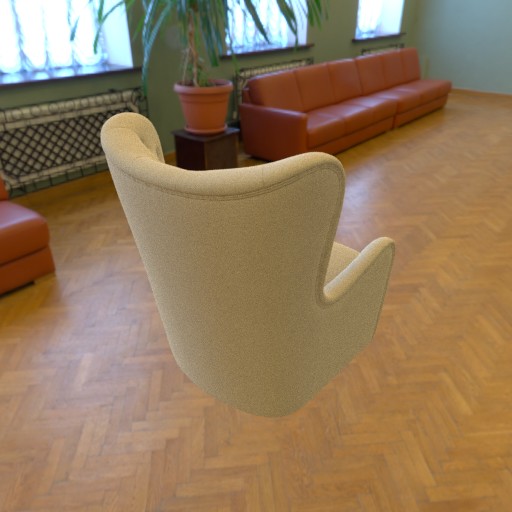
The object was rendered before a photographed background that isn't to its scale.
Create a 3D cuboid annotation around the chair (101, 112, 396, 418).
[{"bbox_3d":[0.000,0.000,1.746,0.831,1.079,0.929,22,36,33],"label":"chair"}]
